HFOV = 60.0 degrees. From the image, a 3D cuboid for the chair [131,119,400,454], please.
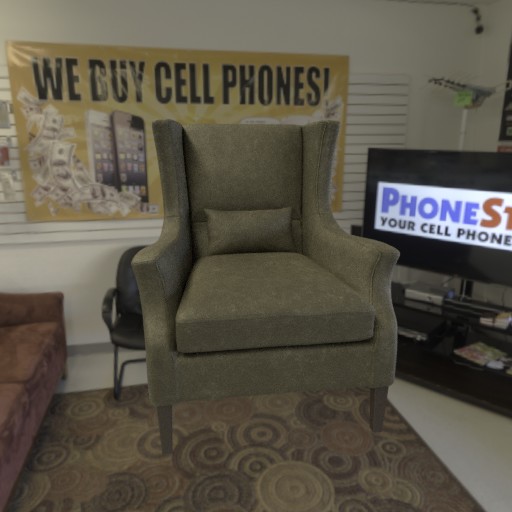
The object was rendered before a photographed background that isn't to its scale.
[{"bbox_3d":[0.000,0.000,1.704,0.853,1.016,0.926,-2,15,-8],"label":"chair"}]
